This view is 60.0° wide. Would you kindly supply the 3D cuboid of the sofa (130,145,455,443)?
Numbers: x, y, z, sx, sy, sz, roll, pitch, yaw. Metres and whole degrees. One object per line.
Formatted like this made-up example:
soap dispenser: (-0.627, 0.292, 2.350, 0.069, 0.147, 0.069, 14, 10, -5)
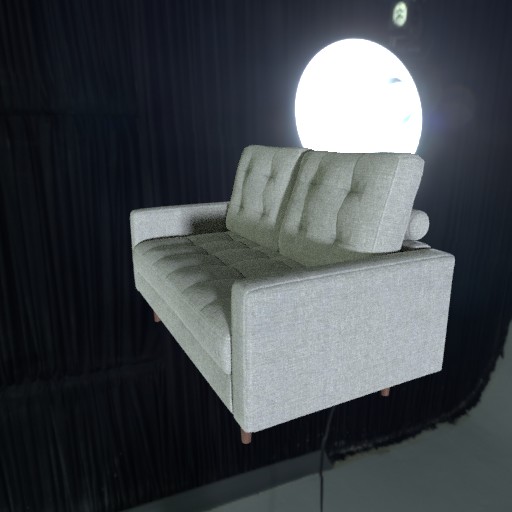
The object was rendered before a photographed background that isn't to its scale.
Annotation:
sofa: (0.000, 0.000, 1.925, 0.842, 0.907, 1.407, -8, 17, -26)
